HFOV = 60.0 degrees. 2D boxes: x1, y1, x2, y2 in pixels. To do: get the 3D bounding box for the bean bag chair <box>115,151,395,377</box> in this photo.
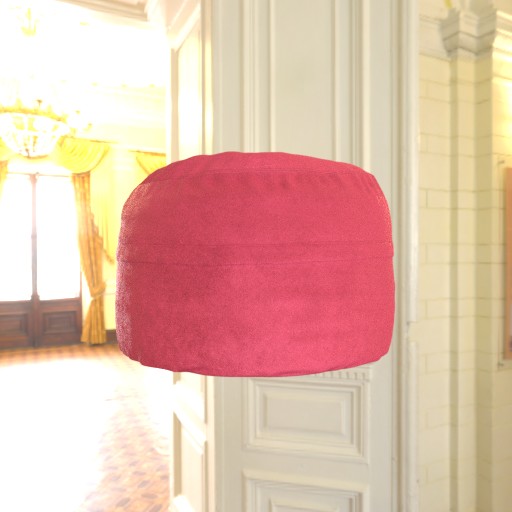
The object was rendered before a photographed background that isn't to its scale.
[{"bbox_3d":[0.000,0.000,2.012,1.218,0.788,1.218,0,1,0],"label":"bean bag chair"}]
